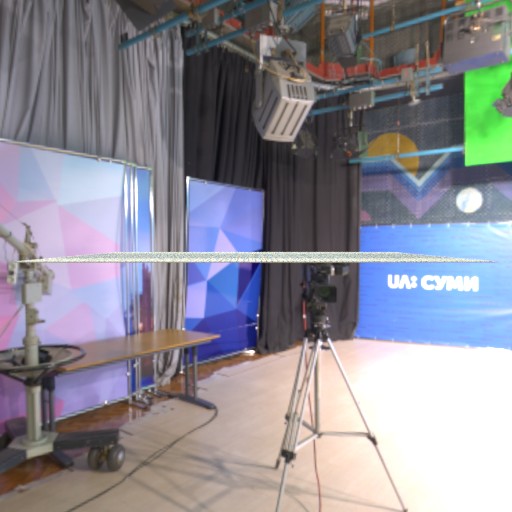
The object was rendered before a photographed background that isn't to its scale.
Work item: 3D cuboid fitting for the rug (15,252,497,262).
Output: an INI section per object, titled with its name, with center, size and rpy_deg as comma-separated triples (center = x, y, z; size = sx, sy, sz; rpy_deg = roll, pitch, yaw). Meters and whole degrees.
[rug]
center = 0.000, 0.000, 2.286
size = 1.828, 0.005, 1.219
rpy_deg = 0, 2, 0
